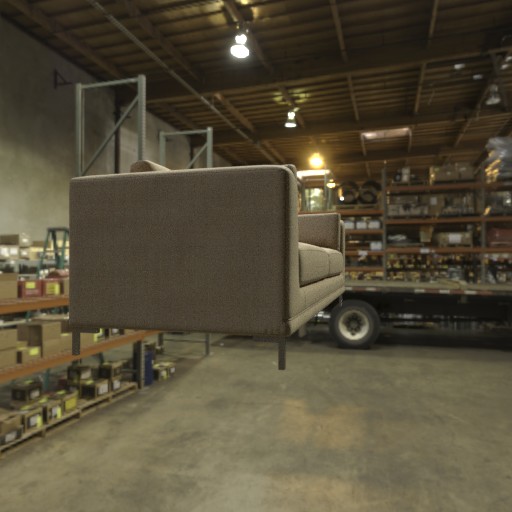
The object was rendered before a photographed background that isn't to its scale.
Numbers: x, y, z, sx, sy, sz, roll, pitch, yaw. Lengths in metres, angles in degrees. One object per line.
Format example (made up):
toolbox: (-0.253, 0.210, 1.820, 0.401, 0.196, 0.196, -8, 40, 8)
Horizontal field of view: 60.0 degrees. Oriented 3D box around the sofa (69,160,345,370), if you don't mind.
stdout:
sofa: (0.000, 0.000, 2.904, 0.969, 0.867, 2.415, 0, -1, 16)
